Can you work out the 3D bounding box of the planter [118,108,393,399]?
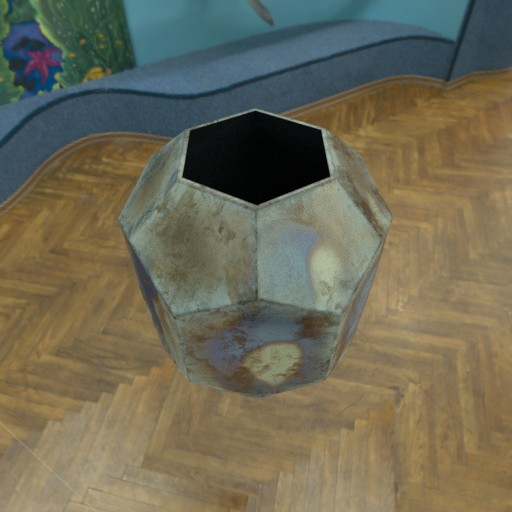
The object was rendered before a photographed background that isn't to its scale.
[{"bbox_3d":[0.000,0.000,0.430,0.221,0.238,0.243,-24,52,-20],"label":"planter"}]
